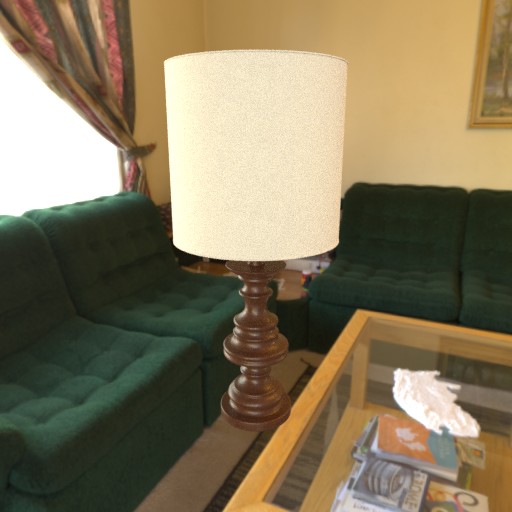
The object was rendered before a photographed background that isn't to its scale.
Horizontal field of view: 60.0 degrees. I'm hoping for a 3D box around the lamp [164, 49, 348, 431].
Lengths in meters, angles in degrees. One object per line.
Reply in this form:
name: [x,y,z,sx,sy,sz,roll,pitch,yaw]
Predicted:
lamp: [0.000,0.000,0.572,0.208,0.455,0.208,2,16,8]
